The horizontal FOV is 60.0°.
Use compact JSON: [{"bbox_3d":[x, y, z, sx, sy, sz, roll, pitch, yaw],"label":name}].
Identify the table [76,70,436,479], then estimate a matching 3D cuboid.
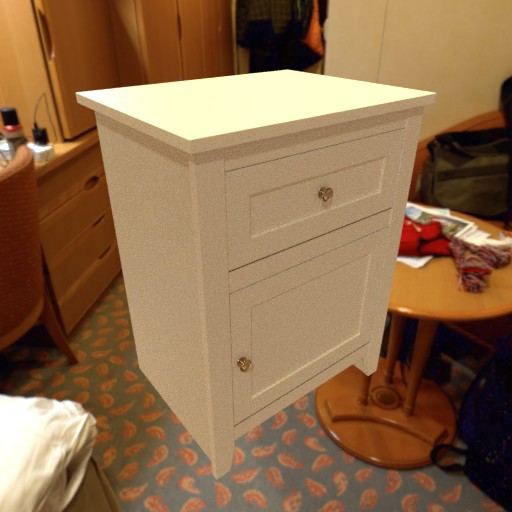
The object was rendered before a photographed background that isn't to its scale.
[{"bbox_3d":[0.000,0.000,0.907,0.480,0.635,0.381,-21,36,-32],"label":"table"}]
